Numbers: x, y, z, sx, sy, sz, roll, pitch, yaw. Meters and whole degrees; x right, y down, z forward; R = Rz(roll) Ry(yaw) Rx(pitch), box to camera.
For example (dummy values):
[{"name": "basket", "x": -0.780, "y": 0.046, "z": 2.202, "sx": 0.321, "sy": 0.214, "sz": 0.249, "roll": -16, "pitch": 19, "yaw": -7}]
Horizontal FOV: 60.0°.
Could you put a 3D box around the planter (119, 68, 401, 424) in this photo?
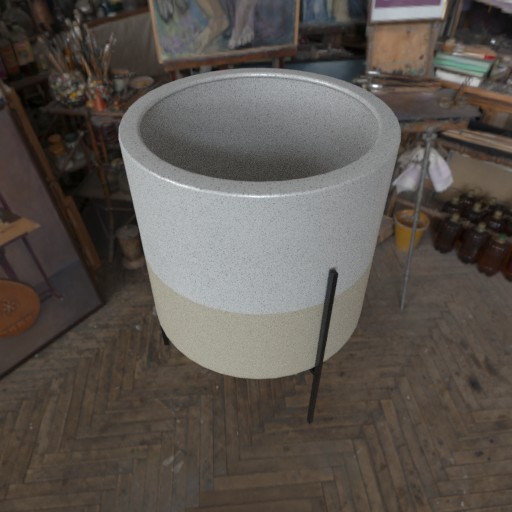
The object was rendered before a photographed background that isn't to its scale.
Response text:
[{"name": "planter", "x": 0.000, "y": 0.000, "z": 0.731, "sx": 0.368, "sy": 0.484, "sz": 0.359, "roll": 1, "pitch": 42, "yaw": 1}]
